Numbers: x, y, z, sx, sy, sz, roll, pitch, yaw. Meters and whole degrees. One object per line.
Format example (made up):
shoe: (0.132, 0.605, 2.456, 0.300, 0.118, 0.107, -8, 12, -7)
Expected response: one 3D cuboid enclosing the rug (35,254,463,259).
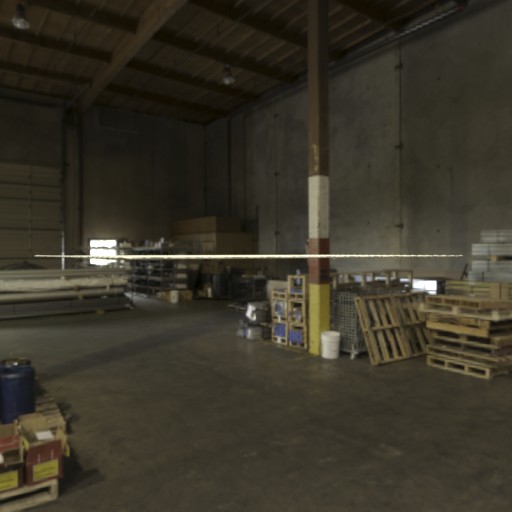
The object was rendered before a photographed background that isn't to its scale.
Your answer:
rug: (0.000, 0.000, 2.939, 2.410, 0.011, 1.539, 0, 0, -36)
